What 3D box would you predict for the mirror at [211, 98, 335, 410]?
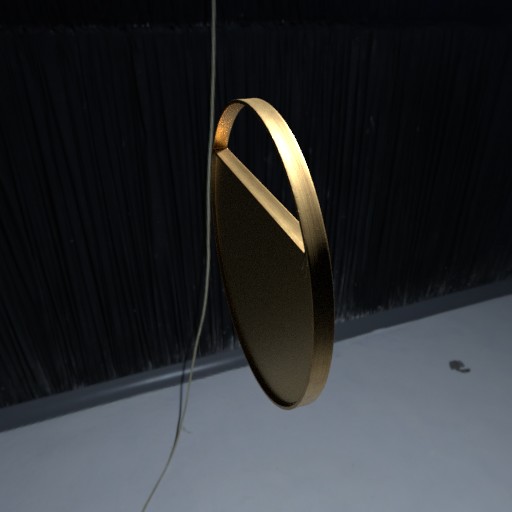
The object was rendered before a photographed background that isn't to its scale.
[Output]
[{"bbox_3d":[0.000,0.000,0.844,0.032,0.565,0.565,-10,32,-16],"label":"mirror"}]
